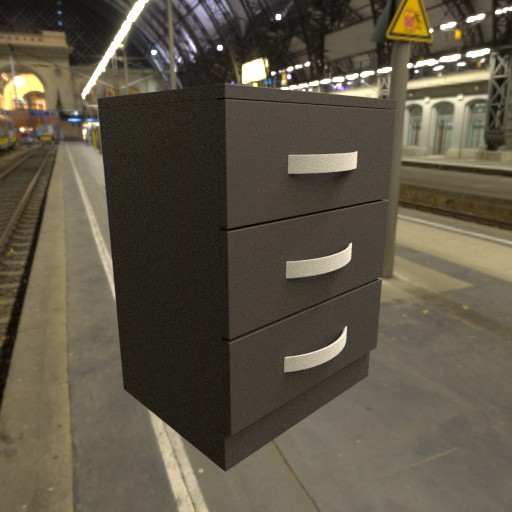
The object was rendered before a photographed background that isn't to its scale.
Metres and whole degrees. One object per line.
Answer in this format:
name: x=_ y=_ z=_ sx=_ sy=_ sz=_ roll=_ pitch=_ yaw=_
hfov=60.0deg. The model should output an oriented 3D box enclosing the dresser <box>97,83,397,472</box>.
dresser: x=0.000 y=0.000 z=0.836 sx=0.400 sy=0.560 sz=0.360 roll=-15 pitch=21 yaw=-42
